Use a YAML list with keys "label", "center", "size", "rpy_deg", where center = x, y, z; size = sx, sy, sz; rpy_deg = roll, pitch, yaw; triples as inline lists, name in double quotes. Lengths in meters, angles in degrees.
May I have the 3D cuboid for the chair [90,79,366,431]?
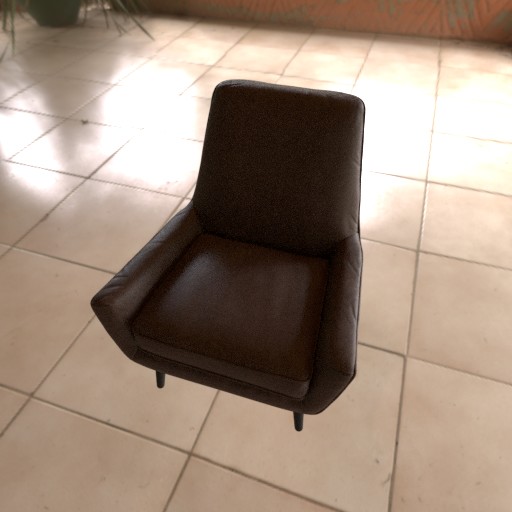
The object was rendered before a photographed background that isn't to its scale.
- label: "chair"
  center: [0.000, 0.000, 1.510]
  size: [0.787, 0.888, 0.824]
  rpy_deg: [13, 45, 13]
